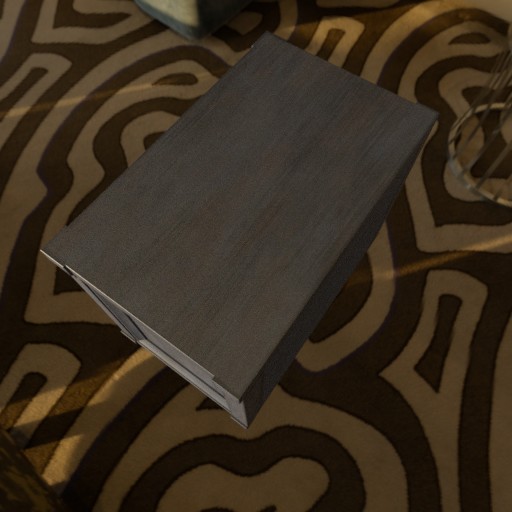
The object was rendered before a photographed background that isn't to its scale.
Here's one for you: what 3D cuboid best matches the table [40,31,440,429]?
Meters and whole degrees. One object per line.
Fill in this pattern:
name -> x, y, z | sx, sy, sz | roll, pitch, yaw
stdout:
table -> 0.000, 0.000, 1.094 | 0.413, 0.660, 0.660 | 33, 68, 15
